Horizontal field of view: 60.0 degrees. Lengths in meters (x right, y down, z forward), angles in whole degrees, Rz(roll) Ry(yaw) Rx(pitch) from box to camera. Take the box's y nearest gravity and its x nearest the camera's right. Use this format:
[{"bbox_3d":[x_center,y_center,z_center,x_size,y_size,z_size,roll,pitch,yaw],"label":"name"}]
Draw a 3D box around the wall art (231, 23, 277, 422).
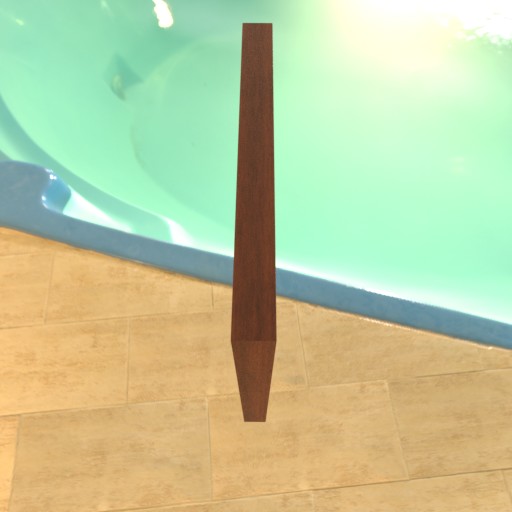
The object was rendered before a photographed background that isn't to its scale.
[{"bbox_3d":[0.000,0.000,0.538,0.030,0.381,0.330,0,62,0],"label":"wall art"}]
